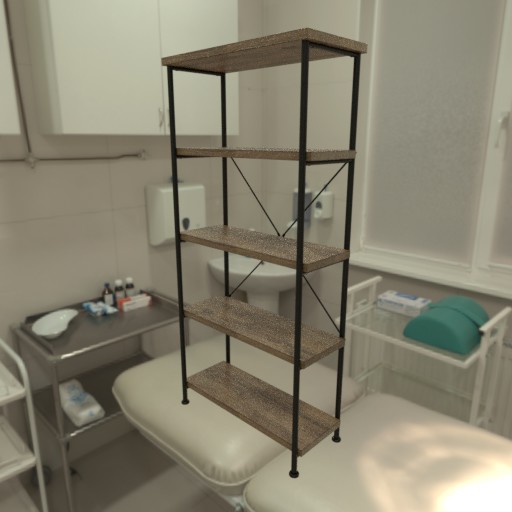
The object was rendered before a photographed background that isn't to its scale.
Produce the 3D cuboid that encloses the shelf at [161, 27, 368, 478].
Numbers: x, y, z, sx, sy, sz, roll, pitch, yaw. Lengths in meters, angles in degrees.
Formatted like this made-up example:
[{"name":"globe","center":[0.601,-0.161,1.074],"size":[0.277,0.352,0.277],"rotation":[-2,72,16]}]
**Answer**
[{"name":"shelf","center":[0.000,0.000,2.001],"size":[0.800,1.700,0.360],"rotation":[14,21,42]}]
